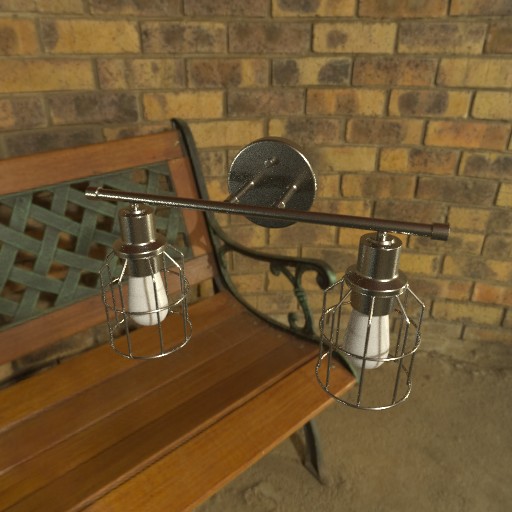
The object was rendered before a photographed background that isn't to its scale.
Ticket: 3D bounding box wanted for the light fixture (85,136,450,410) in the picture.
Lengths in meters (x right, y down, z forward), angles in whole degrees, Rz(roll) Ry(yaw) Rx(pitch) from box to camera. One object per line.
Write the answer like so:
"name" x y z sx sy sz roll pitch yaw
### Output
"light fixture" 0.000 0.000 0.537 0.406 0.254 0.165 8 28 15
